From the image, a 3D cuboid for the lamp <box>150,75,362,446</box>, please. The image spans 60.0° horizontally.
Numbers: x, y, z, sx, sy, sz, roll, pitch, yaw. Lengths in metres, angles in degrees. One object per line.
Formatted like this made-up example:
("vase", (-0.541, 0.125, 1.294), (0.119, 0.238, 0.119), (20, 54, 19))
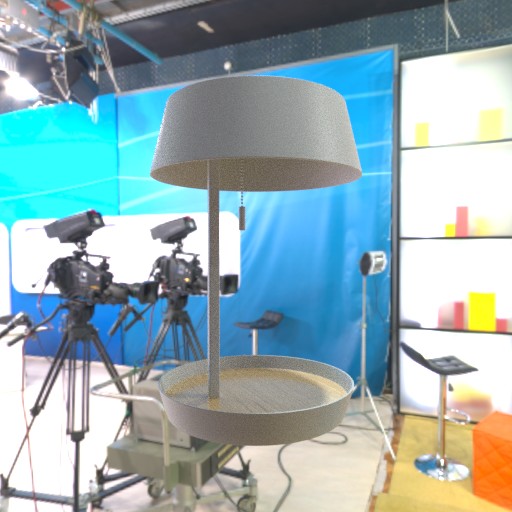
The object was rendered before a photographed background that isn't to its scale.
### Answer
("lamp", (0.000, 0.000, 0.625), (0.291, 0.429, 0.291), (0, 1, 0))
